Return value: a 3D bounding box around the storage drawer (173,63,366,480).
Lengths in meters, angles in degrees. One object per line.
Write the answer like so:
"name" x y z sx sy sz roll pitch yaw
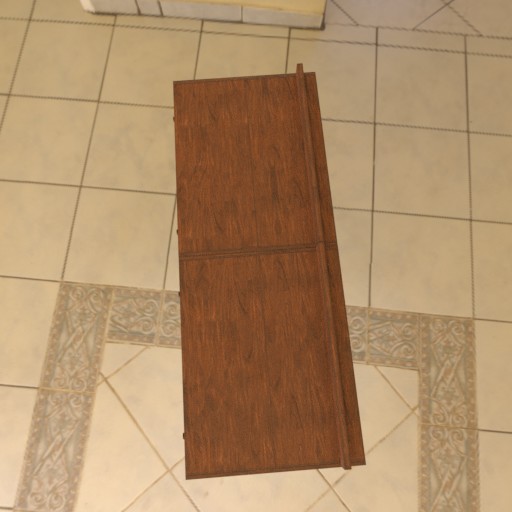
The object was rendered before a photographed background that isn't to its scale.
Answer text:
"storage drawer" 0.000 0.000 2.172 0.774 0.339 1.914 -4 75 -1
